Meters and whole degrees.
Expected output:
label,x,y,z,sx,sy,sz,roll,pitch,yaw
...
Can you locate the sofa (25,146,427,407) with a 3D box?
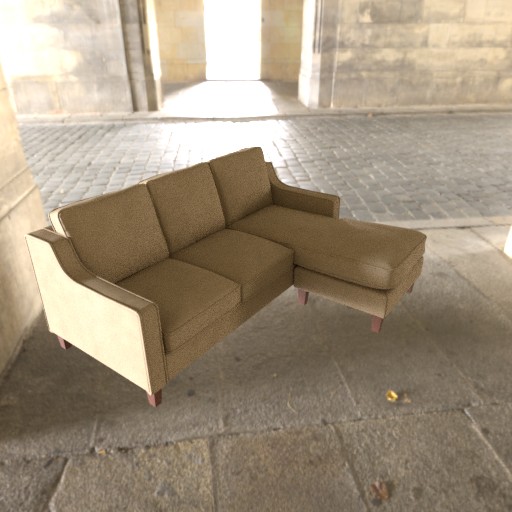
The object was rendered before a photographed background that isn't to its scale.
label,x,y,z,sx,sy,sz,roll,pitch,yaw
sofa,0.000,0.000,3.226,1.858,1.066,2.317,18,32,32
